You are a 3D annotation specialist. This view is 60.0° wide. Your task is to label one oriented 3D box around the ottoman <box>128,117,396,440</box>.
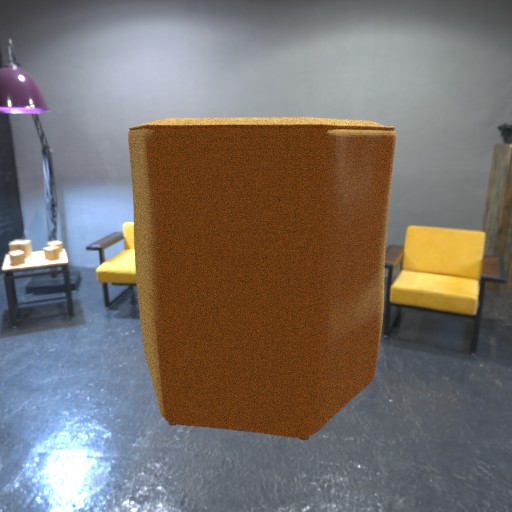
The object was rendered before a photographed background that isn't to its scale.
[{"bbox_3d":[0.000,0.000,0.863,0.494,0.502,0.443,3,15,9],"label":"ottoman"}]
